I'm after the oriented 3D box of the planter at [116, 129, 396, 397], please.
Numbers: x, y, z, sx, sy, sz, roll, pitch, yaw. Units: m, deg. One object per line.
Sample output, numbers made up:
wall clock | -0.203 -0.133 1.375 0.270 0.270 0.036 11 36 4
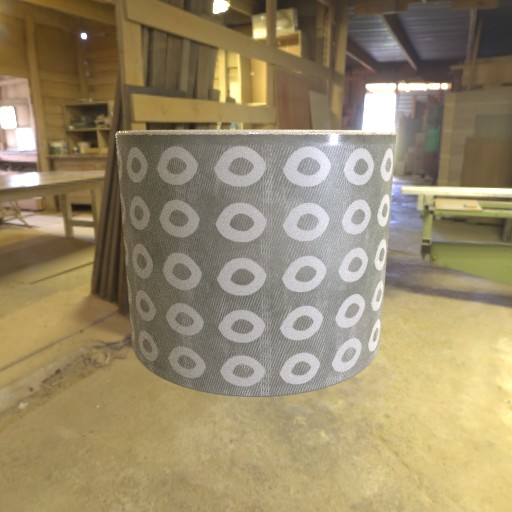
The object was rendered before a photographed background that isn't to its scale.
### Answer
planter | 0.000 0.000 0.443 0.250 0.239 0.250 0 15 0
